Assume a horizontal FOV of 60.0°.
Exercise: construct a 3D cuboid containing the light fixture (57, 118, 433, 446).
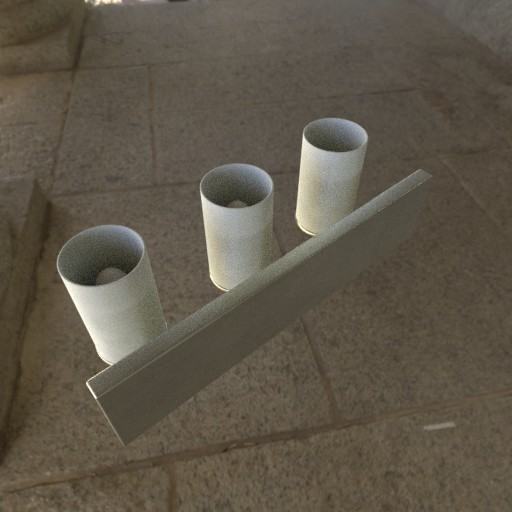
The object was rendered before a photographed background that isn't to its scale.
[{"bbox_3d":[0.000,0.000,0.523,0.451,0.172,0.145,-32,55,-26],"label":"light fixture"}]
